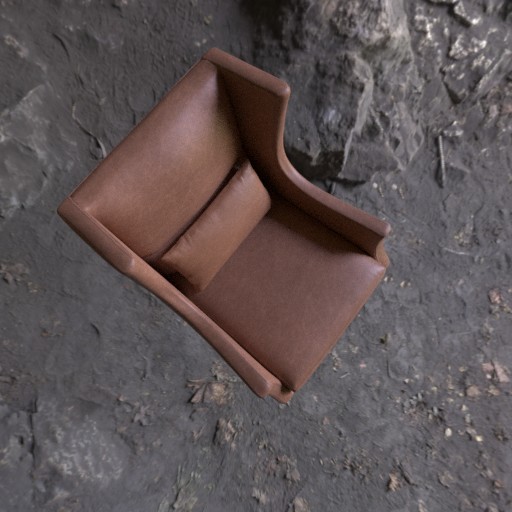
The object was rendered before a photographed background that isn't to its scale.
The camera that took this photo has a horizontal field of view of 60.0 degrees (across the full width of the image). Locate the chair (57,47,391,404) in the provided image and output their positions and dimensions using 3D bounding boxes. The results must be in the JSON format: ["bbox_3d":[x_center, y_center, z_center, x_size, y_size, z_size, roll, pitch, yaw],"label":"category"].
[{"bbox_3d":[0.000,0.000,1.744,0.913,1.088,0.815,38,79,9],"label":"chair"}]
